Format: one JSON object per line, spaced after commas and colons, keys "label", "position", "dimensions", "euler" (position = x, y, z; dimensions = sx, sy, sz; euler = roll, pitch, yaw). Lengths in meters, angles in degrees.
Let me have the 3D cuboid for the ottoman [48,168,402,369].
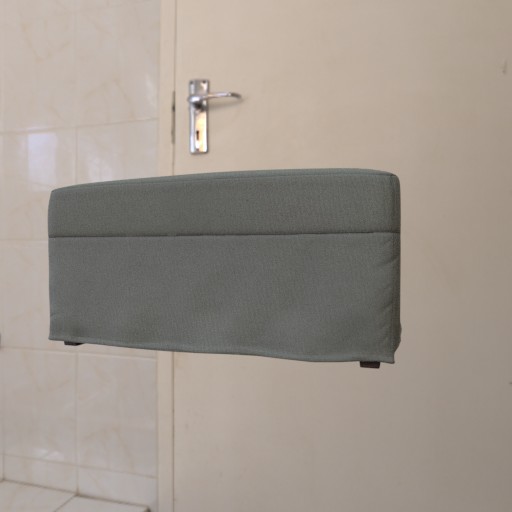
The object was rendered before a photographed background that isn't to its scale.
{"label": "ottoman", "position": [0.000, 0.000, 1.346], "dimensions": [0.842, 0.441, 0.843], "euler": [0, 0, 18]}
